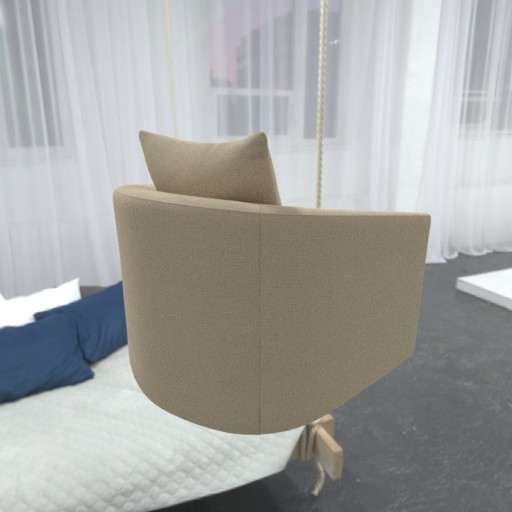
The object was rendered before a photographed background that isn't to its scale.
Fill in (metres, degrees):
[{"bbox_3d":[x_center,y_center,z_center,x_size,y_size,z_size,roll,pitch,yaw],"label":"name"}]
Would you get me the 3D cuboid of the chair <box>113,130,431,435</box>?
[{"bbox_3d":[0.000,0.000,1.555,0.910,0.848,0.845,-15,21,-42],"label":"chair"}]
